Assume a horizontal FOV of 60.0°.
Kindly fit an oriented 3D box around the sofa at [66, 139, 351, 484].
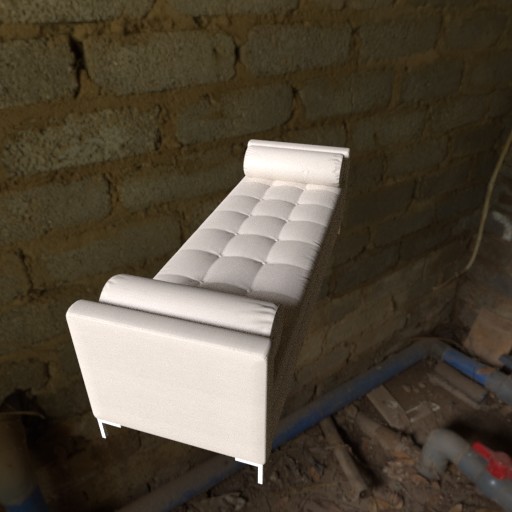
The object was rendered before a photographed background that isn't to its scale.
[{"bbox_3d":[0.000,0.000,2.293,0.686,0.635,1.981,9,32,15],"label":"sofa"}]
